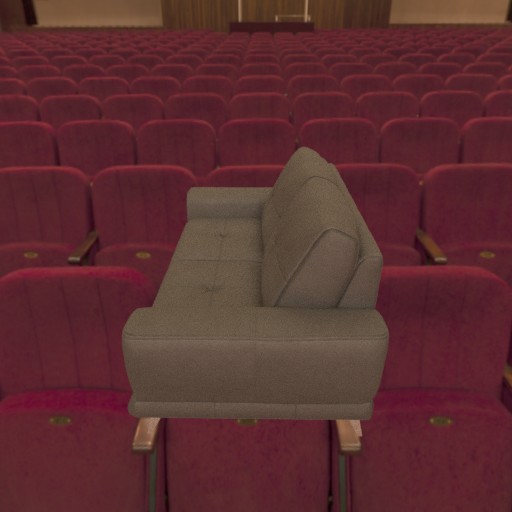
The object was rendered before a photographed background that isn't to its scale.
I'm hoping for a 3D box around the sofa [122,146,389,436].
[{"bbox_3d":[0.000,0.000,2.437,1.018,0.907,1.806,0,27,1],"label":"sofa"}]
